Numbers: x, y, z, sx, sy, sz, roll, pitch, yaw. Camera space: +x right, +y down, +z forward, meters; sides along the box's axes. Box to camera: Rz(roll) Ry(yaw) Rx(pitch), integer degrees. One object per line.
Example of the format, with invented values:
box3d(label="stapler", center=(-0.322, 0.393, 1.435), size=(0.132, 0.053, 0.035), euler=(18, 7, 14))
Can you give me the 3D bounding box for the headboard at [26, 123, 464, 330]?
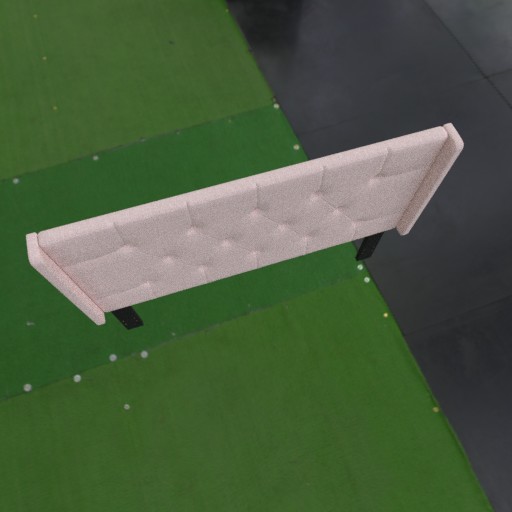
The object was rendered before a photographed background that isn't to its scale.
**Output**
box3d(label="headboard", center=(0.000, 0.000, 2.706), size=(2.051, 1.524, 0.184), euler=(-16, 66, -8))
